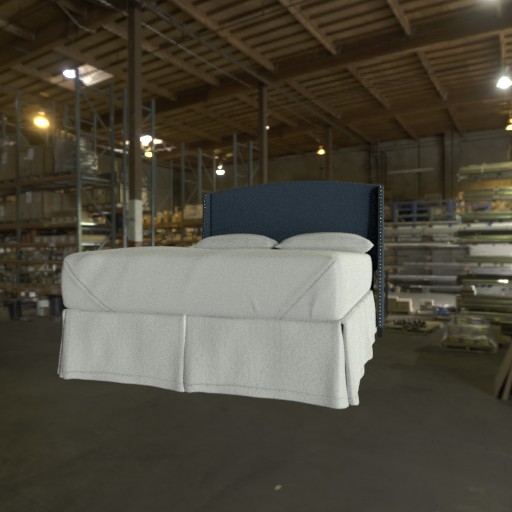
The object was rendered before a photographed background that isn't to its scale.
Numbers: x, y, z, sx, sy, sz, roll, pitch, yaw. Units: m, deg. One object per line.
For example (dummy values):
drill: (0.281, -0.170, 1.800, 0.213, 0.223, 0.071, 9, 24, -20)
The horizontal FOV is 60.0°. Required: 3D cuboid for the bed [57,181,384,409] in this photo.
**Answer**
bed: (0.000, 0.000, 3.234, 1.710, 1.407, 2.237, 0, 0, 18)
